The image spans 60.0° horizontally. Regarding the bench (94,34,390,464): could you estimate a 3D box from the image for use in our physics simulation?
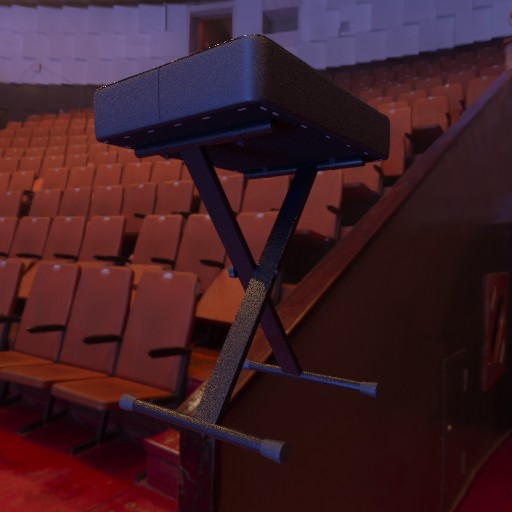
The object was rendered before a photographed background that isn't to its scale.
[{"bbox_3d":[0.000,0.000,0.750,0.321,0.500,0.424,1,1,37],"label":"bench"}]
